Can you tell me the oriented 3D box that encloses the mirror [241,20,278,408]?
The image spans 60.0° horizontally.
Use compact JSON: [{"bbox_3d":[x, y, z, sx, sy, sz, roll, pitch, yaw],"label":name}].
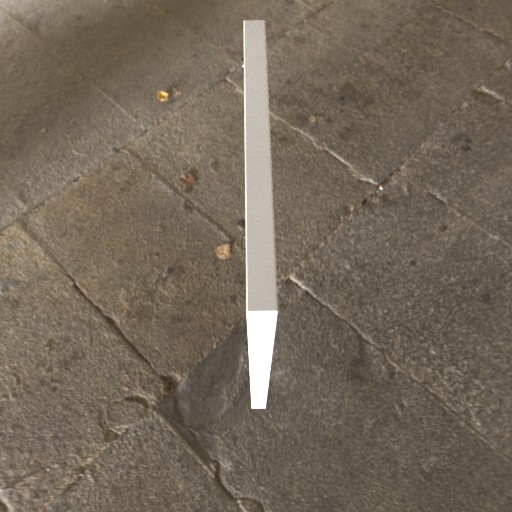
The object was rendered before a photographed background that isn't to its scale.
[{"bbox_3d":[0.000,0.000,0.929,0.040,0.710,0.507,-1,63,-1],"label":"mirror"}]
